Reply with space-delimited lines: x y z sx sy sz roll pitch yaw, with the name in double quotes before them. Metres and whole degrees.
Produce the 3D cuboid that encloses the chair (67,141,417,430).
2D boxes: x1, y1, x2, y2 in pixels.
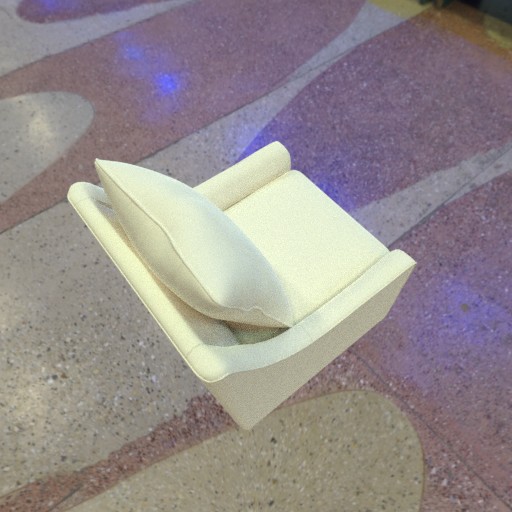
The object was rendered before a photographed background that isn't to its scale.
"chair" 0.000 0.000 1.576 0.876 0.965 0.756 -34 64 -19
